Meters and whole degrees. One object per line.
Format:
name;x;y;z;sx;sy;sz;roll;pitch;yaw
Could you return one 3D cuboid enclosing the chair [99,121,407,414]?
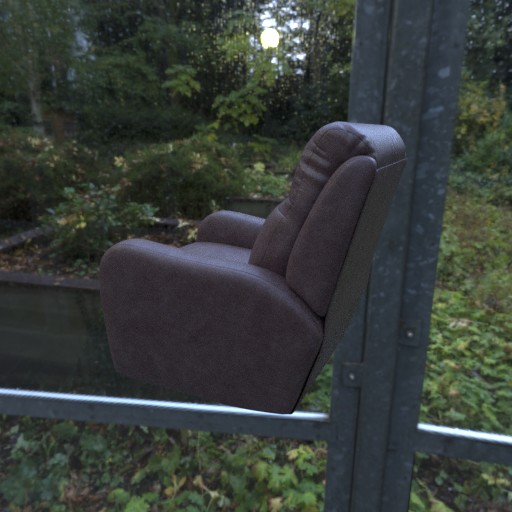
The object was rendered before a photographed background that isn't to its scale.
chair;0.000;0.000;1.862;1.067;1.067;0.865;7;17;25
